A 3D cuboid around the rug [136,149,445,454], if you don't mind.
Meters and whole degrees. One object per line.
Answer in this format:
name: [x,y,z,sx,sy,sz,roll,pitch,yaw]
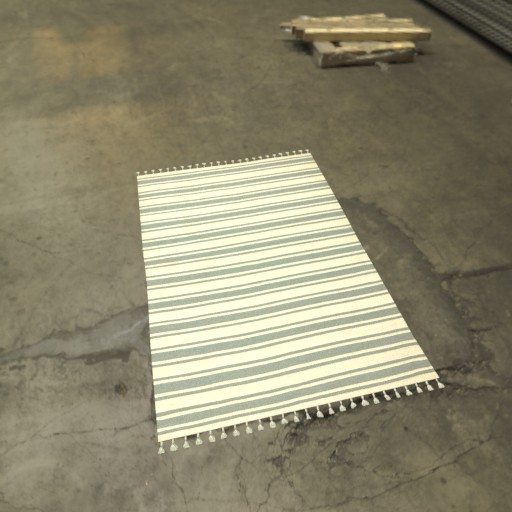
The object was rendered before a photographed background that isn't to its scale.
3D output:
rug: [0.000,0.000,3.086,1.539,0.011,2.410,-10,47,-9]
